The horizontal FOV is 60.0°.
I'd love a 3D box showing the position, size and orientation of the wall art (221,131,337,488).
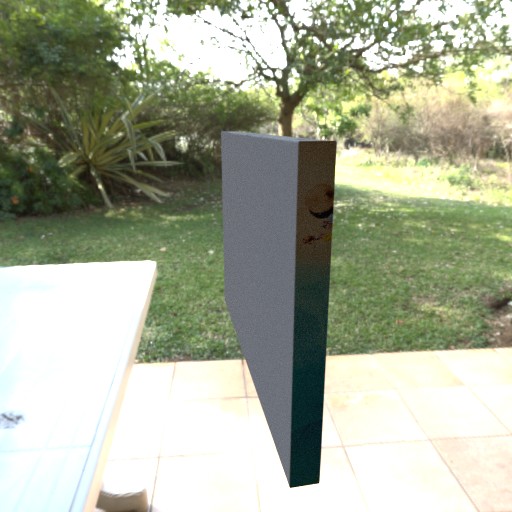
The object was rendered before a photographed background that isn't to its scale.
[{"bbox_3d":[0.000,0.000,1.124,0.057,0.595,0.894,-3,17,-11],"label":"wall art"}]
